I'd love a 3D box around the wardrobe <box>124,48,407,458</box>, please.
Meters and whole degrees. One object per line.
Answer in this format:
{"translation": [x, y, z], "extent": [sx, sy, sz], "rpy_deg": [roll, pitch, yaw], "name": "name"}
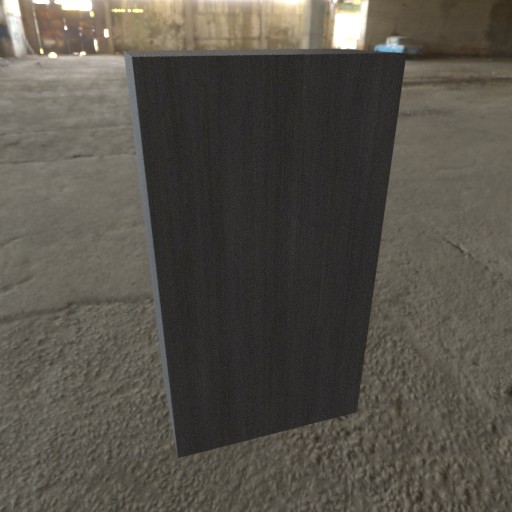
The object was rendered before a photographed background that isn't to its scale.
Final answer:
{"translation": [0.000, 0.000, 2.159], "extent": [0.991, 1.808, 0.577], "rpy_deg": [-8, 28, -16], "name": "wardrobe"}
